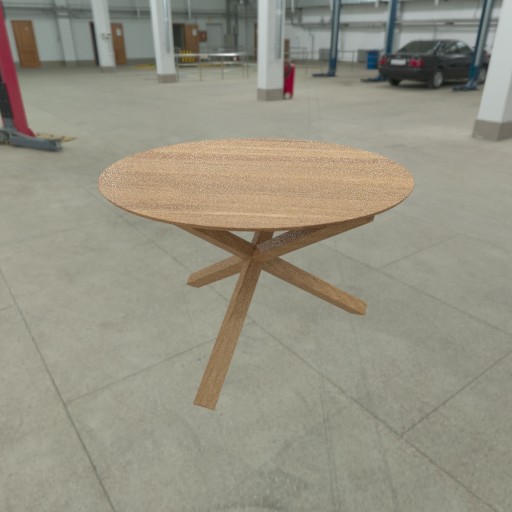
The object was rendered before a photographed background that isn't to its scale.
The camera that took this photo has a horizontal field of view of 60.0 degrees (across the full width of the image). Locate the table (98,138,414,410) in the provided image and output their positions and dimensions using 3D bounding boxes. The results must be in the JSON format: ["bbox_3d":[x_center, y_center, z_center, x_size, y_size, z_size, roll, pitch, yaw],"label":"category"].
[{"bbox_3d":[0.000,0.000,1.673,1.038,0.666,1.038,0,26,0],"label":"table"}]
